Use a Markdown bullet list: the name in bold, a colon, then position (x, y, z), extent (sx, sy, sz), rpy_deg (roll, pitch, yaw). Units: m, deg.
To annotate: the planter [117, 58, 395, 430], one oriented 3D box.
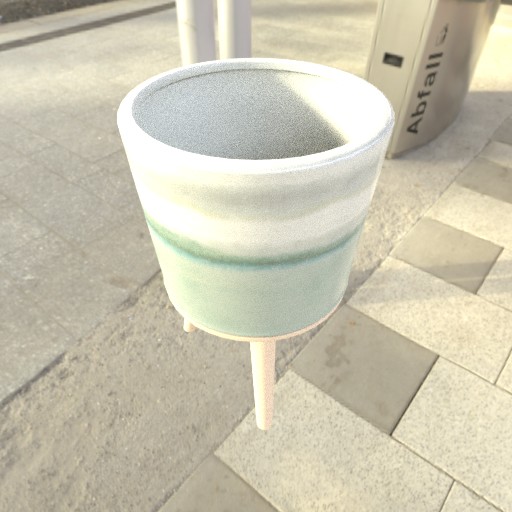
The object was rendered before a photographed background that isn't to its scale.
- **planter**: position (0.000, 0.000, 0.564), extent (0.265, 0.404, 0.265), rpy_deg (27, 48, 27)
